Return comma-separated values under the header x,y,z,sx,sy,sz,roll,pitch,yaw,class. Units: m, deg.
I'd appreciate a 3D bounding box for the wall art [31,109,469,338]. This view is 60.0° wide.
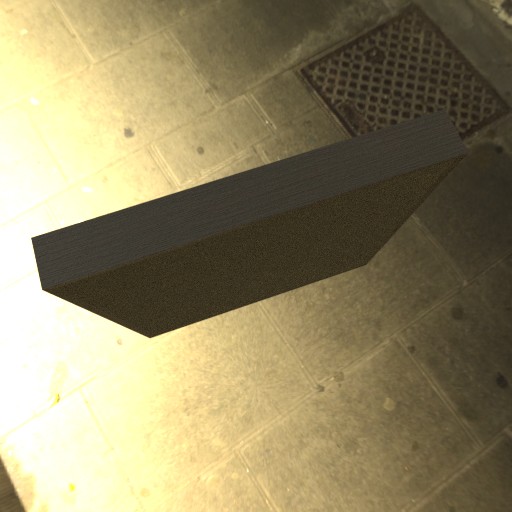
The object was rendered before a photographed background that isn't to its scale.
x,y,z,sx,sy,sz,roll,pitch,yaw,class
0.000,0.000,0.450,0.304,0.303,0.038,-18,75,-5,wall art
